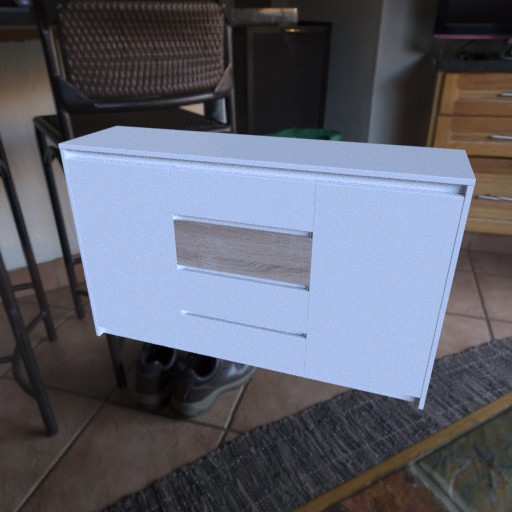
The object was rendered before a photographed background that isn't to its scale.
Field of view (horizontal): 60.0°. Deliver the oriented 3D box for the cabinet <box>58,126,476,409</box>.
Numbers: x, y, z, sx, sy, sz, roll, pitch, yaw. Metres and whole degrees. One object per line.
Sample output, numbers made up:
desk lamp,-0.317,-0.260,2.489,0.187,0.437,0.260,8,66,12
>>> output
cabinet,0.000,0.000,1.834,1.450,0.900,0.380,9,28,16
